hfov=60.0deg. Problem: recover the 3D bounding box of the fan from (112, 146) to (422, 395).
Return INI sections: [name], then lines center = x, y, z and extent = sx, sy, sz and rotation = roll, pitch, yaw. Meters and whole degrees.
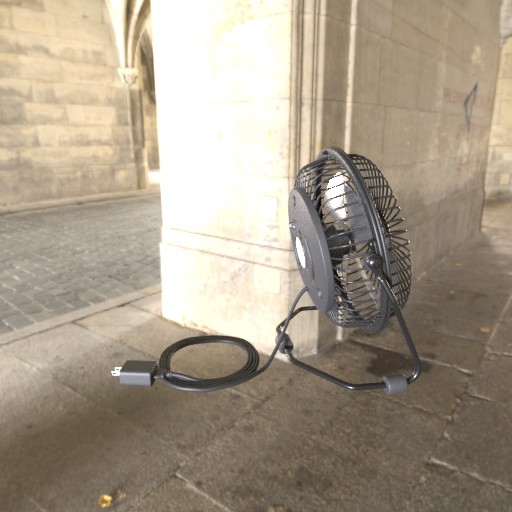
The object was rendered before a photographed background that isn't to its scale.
[fan]
center = 0.000, 0.000, 0.317
extent = 0.202, 0.152, 0.153
rotation = -2, 15, -8
